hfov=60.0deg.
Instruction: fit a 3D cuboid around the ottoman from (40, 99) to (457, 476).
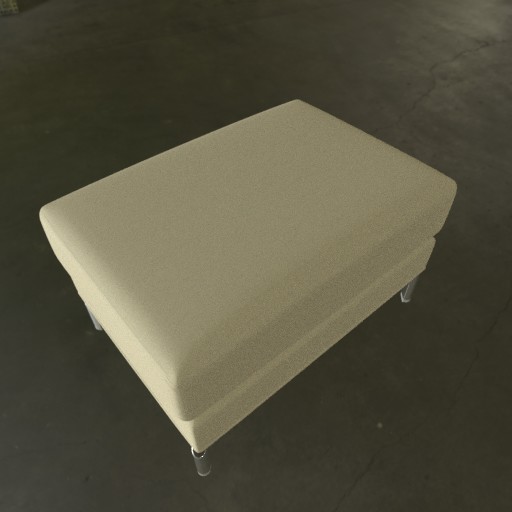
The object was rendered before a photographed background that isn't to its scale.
[{"bbox_3d":[0.000,0.000,1.179,0.835,0.497,0.581,-32,54,-27],"label":"ottoman"}]
